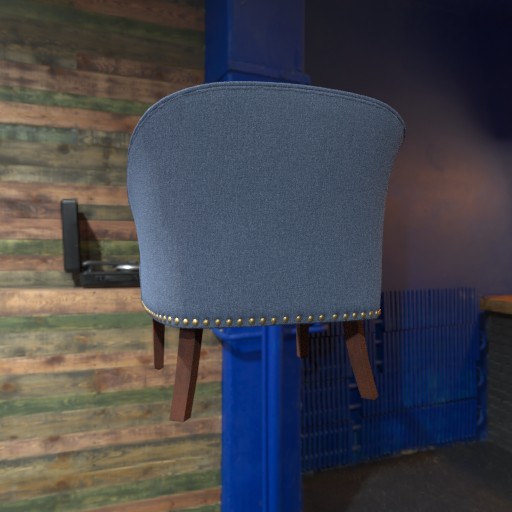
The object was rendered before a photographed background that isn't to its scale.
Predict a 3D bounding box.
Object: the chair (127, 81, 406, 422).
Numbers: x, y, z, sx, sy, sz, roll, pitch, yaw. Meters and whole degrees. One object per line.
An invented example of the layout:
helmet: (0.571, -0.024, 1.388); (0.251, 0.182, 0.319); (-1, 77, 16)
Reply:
chair: (0.000, 0.000, 1.376); (0.772, 0.815, 0.704); (0, 0, -18)
